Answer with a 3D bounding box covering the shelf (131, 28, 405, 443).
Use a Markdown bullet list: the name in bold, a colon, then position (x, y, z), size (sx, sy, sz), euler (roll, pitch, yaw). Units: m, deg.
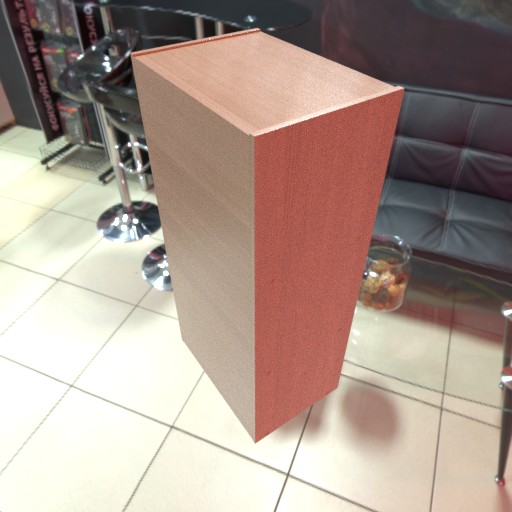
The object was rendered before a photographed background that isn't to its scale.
- **shelf**: position (0.000, 0.000, 1.067), size (0.292, 0.876, 0.417), euler (-25, 47, -25)
